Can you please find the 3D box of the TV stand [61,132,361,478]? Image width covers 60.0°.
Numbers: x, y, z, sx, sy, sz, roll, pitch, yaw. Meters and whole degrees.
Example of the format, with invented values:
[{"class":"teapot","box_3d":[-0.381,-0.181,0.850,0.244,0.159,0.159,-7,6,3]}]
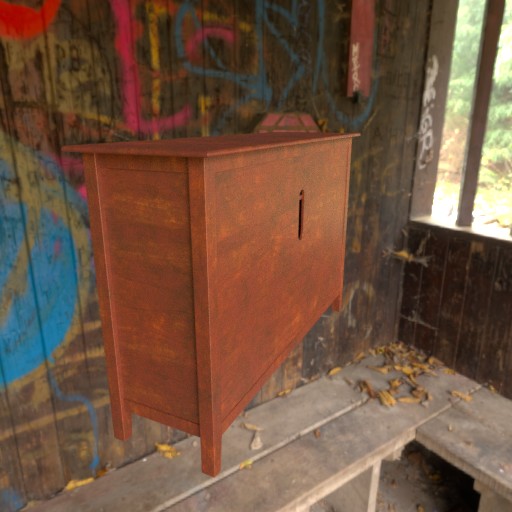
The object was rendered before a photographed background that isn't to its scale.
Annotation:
[{"class":"TV stand","box_3d":[0.000,0.000,1.770,0.445,0.915,1.372,8,19,25]}]
